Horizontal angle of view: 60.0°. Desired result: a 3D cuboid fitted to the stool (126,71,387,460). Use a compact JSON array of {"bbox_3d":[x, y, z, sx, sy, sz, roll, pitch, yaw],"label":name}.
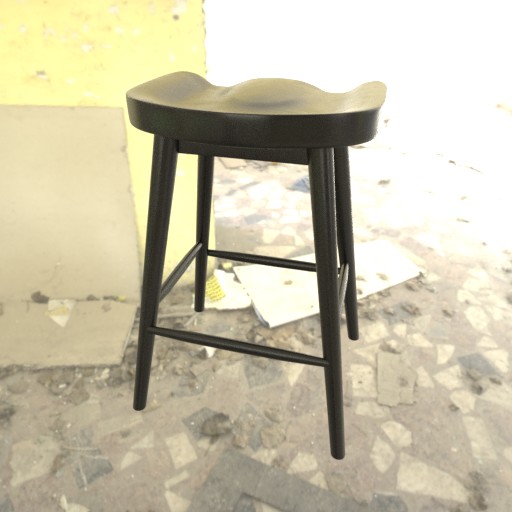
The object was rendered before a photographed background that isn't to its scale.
[{"bbox_3d":[0.000,0.000,0.859,0.440,0.615,0.361,8,33,13],"label":"stool"}]
